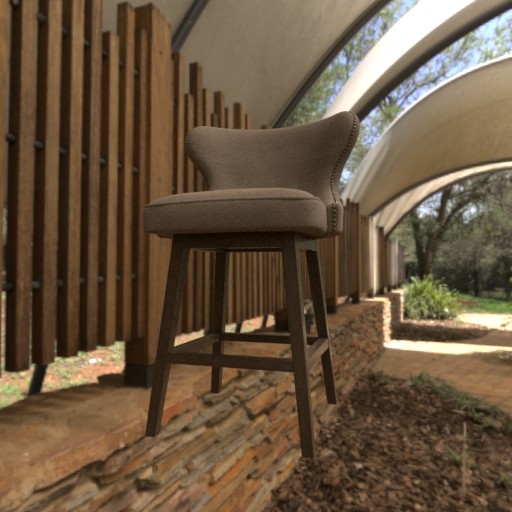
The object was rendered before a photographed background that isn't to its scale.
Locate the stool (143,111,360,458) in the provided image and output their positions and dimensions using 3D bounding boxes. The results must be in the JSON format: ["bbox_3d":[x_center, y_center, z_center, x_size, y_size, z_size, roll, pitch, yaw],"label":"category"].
[{"bbox_3d":[0.000,0.000,1.377,0.615,0.972,0.597,0,-2,18],"label":"stool"}]
